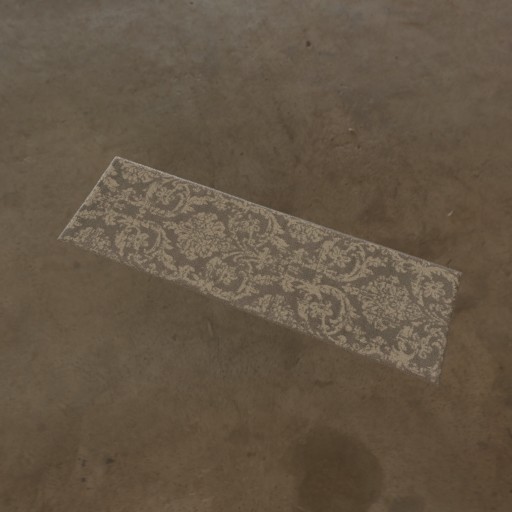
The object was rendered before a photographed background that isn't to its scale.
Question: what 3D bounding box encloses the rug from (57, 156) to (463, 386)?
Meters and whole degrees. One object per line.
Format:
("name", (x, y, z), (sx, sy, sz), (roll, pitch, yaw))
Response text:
("rug", (0.000, 0.000, 2.493), (2.196, 0.011, 0.662), (20, 64, 10))
